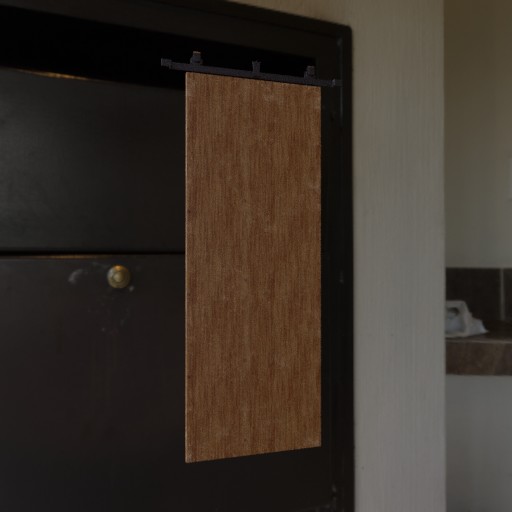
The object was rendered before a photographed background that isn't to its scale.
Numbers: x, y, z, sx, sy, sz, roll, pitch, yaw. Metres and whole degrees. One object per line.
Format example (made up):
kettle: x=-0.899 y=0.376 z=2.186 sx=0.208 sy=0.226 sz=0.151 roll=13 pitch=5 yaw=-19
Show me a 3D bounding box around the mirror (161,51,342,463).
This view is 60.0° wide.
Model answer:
mirror: x=0.000 y=0.000 z=2.018 sx=0.847 sy=1.793 sz=0.042 roll=0 pitch=0 yaw=-16
